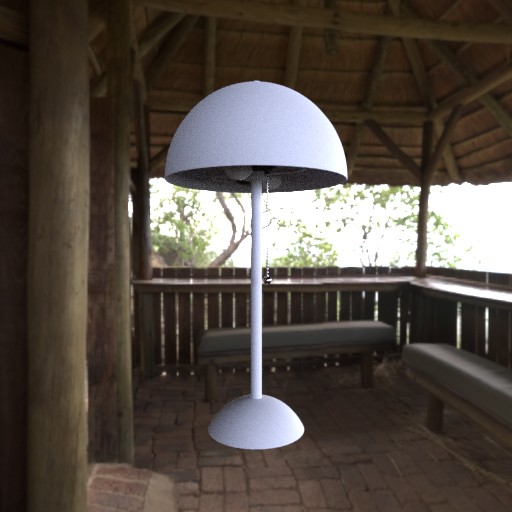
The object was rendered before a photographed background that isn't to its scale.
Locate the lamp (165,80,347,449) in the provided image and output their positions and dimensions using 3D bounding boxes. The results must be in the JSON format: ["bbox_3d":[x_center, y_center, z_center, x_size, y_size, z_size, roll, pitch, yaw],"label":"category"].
[{"bbox_3d":[0.000,0.000,0.423,0.171,0.330,0.171,0,1,0],"label":"lamp"}]
